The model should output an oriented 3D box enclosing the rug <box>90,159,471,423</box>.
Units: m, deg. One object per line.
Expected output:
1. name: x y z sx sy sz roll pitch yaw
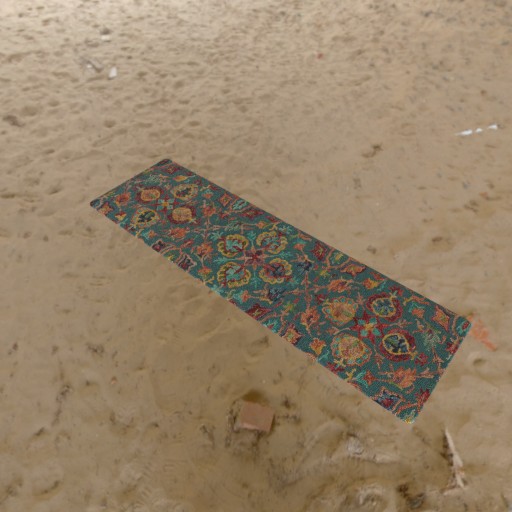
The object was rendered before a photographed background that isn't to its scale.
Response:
1. rug: 0.000 0.000 2.562 2.286 0.013 0.686 31 54 26
